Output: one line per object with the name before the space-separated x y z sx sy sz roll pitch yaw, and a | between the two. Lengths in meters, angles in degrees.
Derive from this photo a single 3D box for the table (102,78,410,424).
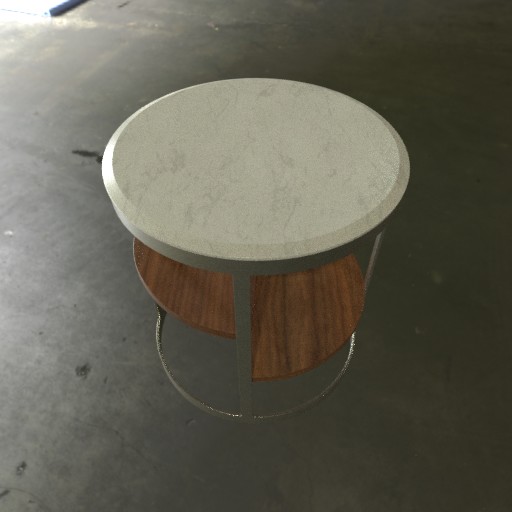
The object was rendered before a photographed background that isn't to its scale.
table | 0.000 0.000 0.762 0.407 0.447 0.407 0 47 0
